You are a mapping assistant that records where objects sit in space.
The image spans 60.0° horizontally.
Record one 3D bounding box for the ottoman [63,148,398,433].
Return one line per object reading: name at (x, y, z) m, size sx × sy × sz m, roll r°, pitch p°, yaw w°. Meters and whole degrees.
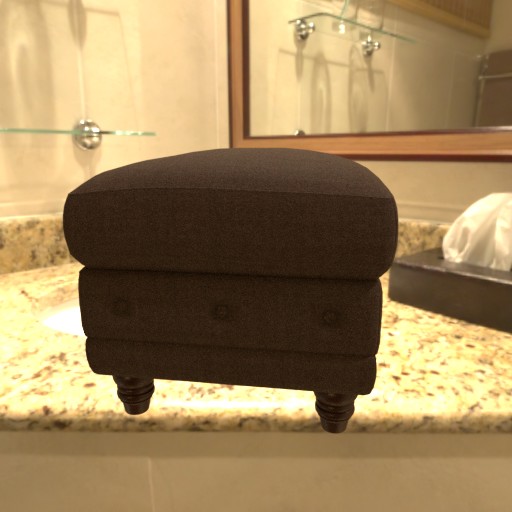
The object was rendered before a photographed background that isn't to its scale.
ottoman at (0.000, 0.000, 1.170) m, size 0.599 × 0.555 × 0.809 m, roll 2°, pitch 14°, yaw 8°
